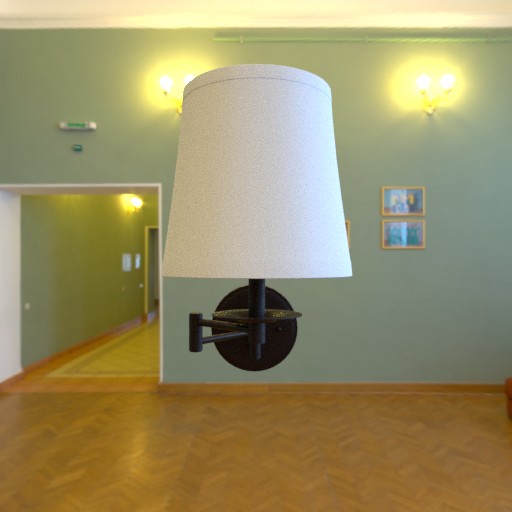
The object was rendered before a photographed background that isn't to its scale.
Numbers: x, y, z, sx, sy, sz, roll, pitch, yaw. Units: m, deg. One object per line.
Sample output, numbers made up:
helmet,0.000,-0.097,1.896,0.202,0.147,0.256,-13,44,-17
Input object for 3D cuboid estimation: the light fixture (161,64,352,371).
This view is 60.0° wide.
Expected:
light fixture,0.000,0.000,0.266,0.100,0.172,0.157,0,-1,-1
